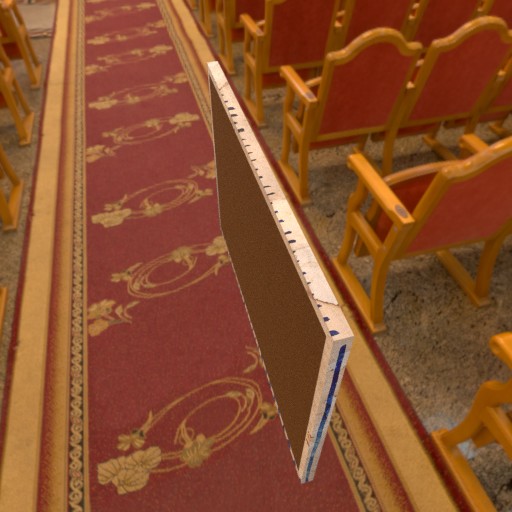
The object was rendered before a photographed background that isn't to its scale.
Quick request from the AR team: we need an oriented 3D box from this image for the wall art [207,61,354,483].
[{"bbox_3d":[0.000,0.000,1.127,0.030,0.609,0.919,-11,47,-10],"label":"wall art"}]
